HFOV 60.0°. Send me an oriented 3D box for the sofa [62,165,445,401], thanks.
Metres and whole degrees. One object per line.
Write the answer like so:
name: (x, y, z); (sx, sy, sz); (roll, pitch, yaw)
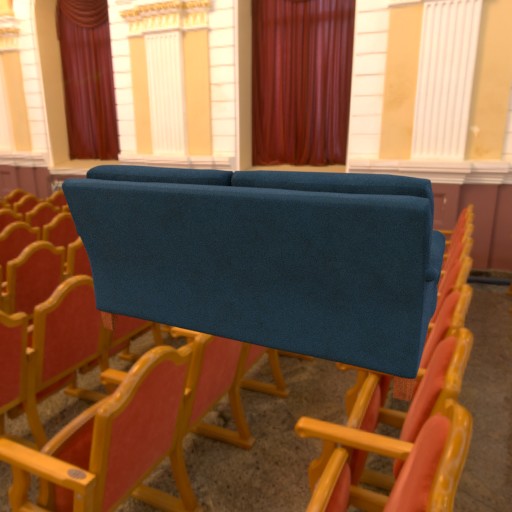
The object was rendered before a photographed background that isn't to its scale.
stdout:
sofa: (0.000, 0.000, 2.763); (2.141, 1.101, 1.084); (7, 17, 25)
